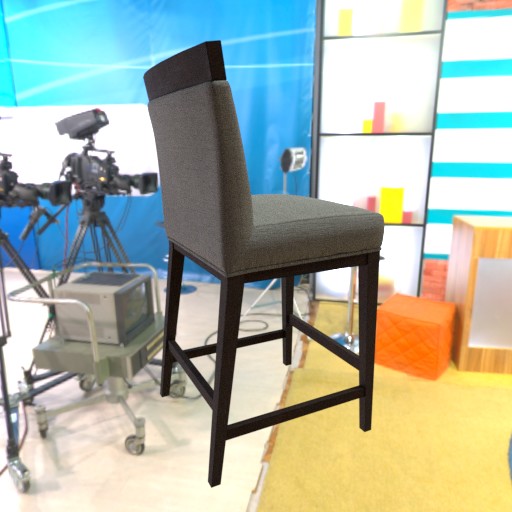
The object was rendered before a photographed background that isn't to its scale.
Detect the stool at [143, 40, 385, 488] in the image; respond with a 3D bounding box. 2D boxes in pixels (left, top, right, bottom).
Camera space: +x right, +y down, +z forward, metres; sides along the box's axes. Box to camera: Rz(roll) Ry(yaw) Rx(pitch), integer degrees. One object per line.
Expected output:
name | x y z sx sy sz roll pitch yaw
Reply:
stool | 0.000 0.000 1.276 0.531 1.009 0.512 -7 16 -26
